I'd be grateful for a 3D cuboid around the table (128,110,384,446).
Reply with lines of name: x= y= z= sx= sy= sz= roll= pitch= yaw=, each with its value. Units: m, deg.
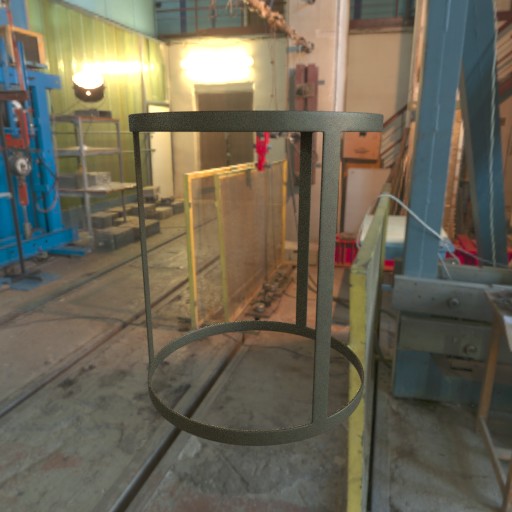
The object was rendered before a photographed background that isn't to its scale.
table: x=0.000 y=0.000 z=0.940 sx=0.480 sy=0.565 sz=0.480 roll=0 pitch=16 yaw=0
